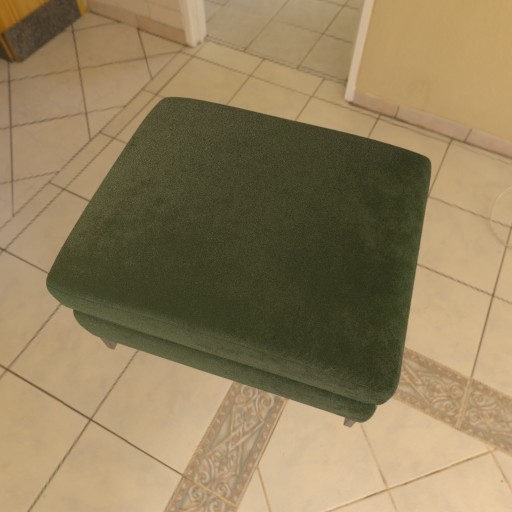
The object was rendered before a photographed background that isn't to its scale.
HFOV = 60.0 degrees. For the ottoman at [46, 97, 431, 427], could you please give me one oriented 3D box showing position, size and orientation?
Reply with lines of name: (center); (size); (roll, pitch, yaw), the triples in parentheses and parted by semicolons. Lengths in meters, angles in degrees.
ottoman: (0.000, 0.000, 1.308); (0.839, 0.538, 0.701); (15, 60, 9)
